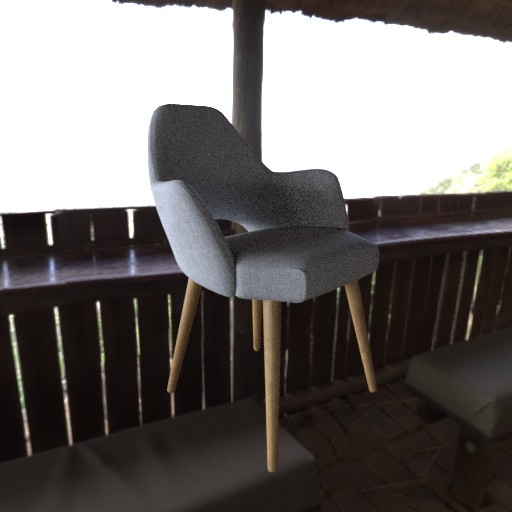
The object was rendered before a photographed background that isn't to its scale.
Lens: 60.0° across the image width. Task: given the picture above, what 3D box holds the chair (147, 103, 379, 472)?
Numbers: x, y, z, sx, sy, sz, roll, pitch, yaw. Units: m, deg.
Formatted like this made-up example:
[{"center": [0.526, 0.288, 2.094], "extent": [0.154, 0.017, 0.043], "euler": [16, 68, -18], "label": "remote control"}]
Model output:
[{"center": [0.000, 0.000, 1.254], "extent": [0.610, 0.840, 0.590], "euler": [14, 20, 42], "label": "chair"}]
